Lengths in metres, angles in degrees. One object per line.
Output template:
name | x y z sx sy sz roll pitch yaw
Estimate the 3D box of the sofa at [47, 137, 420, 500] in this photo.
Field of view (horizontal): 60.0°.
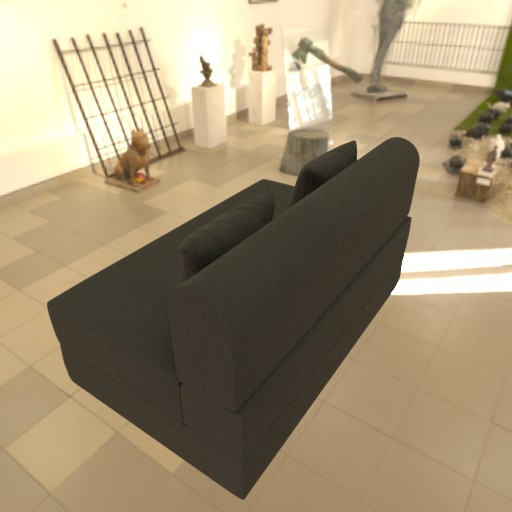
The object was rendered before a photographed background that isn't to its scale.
sofa | 0.000 0.000 1.625 0.762 0.670 1.225 20 38 29
